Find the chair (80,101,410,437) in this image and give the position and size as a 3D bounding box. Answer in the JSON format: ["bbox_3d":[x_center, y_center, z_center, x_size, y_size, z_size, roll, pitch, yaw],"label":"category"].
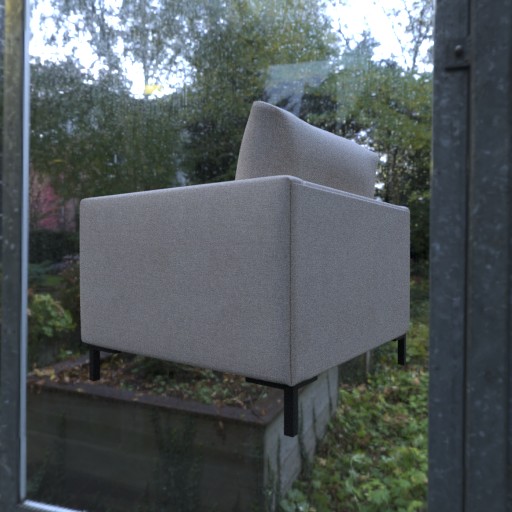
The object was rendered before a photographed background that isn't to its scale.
[{"bbox_3d":[0.000,0.000,1.652,0.866,0.861,0.963,0,0,36],"label":"chair"}]
